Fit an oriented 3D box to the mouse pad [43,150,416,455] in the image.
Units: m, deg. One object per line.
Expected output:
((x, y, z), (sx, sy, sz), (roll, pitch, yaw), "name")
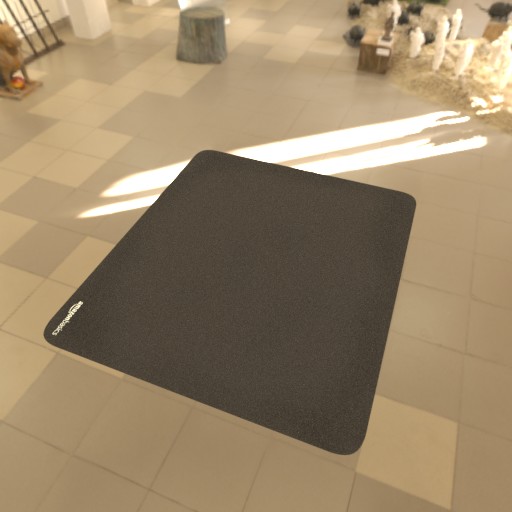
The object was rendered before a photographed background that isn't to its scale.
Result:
((0.000, 0.000, 0.627), (0.393, 0.002, 0.451), (16, 48, 15), "mouse pad")
